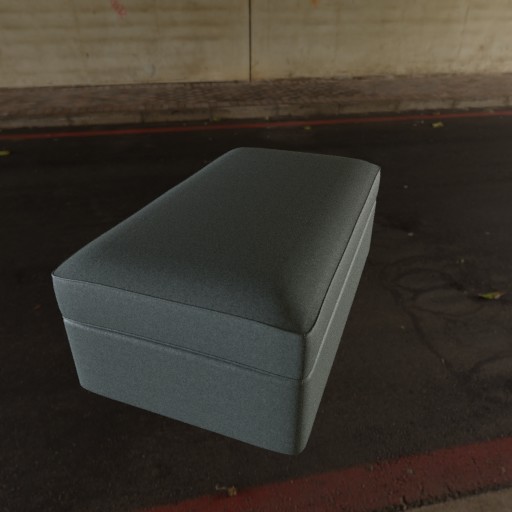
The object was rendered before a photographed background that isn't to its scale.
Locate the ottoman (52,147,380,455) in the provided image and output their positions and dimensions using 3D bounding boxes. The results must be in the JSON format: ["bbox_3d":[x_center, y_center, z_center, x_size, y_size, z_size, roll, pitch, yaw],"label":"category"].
[{"bbox_3d":[0.000,0.000,1.555,0.681,0.494,1.173,10,31,18],"label":"ottoman"}]
